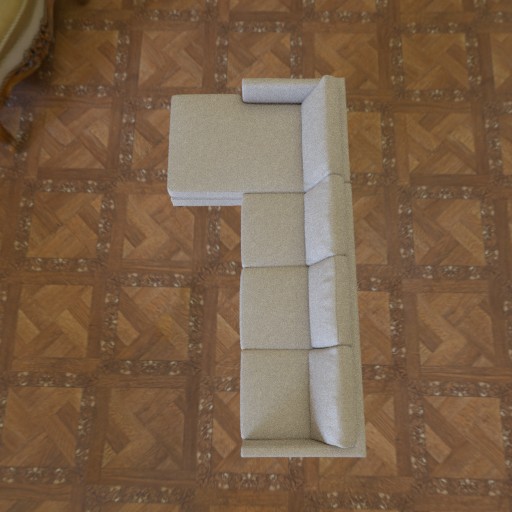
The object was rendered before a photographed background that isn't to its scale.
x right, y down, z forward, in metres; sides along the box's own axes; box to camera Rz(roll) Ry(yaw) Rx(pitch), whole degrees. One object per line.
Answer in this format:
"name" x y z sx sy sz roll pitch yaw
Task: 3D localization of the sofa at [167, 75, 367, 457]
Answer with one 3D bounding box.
"sofa" 0.000 0.000 3.857 1.625 0.846 3.186 0 77 0
